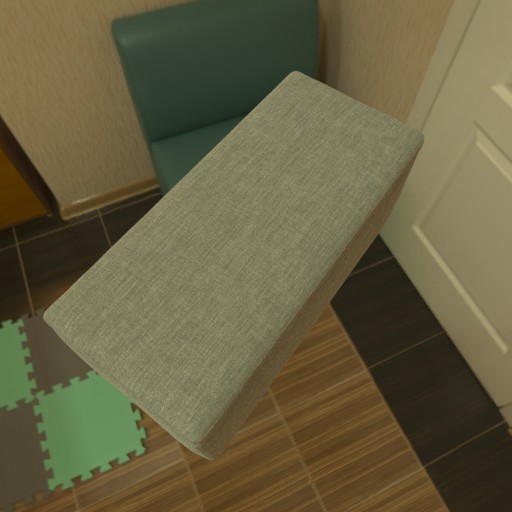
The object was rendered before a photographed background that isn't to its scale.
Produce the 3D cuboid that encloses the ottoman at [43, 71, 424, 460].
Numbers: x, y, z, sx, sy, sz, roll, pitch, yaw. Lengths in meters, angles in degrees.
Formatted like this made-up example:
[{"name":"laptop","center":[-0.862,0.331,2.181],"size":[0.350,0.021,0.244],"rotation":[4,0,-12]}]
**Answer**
[{"name":"ottoman","center":[0.000,0.000,1.137],"size":[0.419,0.432,0.902],"rotation":[33,66,16]}]
